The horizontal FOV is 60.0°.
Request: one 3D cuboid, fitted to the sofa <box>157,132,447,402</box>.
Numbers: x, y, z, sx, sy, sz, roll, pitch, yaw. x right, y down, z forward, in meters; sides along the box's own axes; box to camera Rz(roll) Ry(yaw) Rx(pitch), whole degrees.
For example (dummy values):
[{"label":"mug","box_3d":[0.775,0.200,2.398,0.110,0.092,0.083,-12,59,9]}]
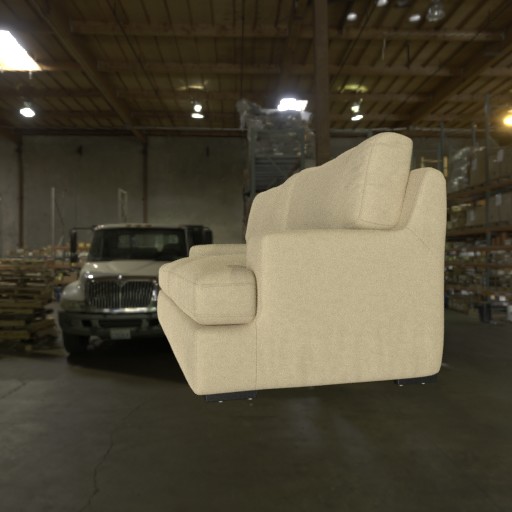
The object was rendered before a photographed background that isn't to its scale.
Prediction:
[{"label":"sofa","box_3d":[0.000,0.000,2.414,0.962,0.967,1.885,0,0,-16]}]
